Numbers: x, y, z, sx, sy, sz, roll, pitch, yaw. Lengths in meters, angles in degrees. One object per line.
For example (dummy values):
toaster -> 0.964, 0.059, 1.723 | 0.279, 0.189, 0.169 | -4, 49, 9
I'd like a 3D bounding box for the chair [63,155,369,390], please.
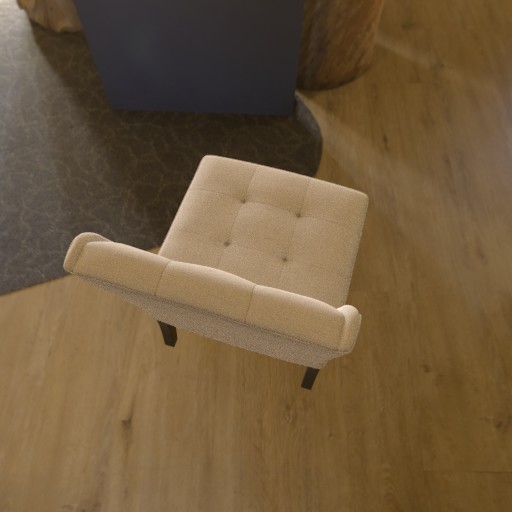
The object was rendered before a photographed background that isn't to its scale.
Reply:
chair -> 0.000, 0.000, 1.294 | 0.569, 0.853, 0.676 | 15, 63, 8
